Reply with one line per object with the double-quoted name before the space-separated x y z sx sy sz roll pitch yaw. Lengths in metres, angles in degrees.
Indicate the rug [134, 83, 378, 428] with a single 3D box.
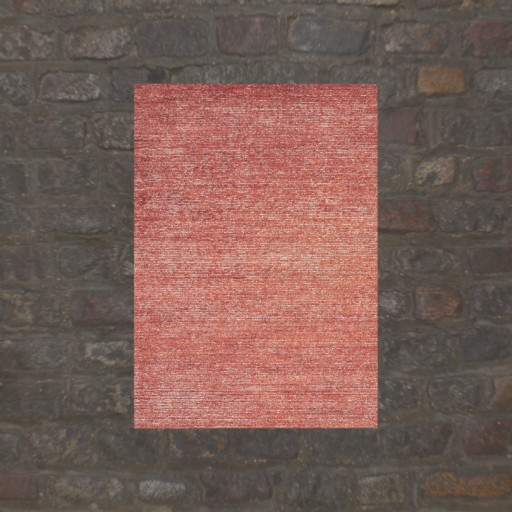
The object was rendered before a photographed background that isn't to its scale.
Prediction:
"rug" 0.000 0.000 5.104 2.803 0.025 3.965 0 90 0
